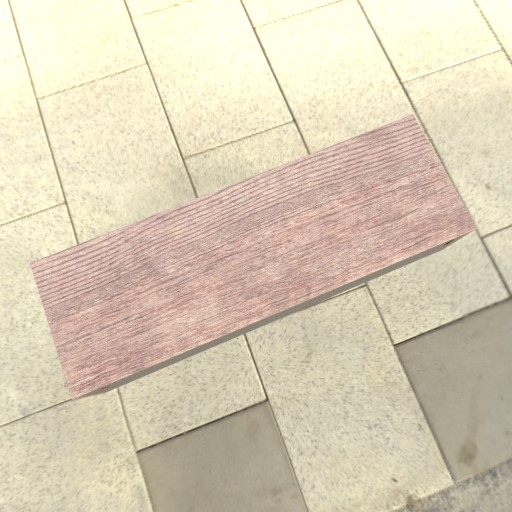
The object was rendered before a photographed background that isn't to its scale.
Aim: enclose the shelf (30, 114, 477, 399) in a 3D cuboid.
[{"bbox_3d":[0.000,0.000,0.694,0.610,0.125,0.200,-22,77,-5],"label":"shelf"}]
